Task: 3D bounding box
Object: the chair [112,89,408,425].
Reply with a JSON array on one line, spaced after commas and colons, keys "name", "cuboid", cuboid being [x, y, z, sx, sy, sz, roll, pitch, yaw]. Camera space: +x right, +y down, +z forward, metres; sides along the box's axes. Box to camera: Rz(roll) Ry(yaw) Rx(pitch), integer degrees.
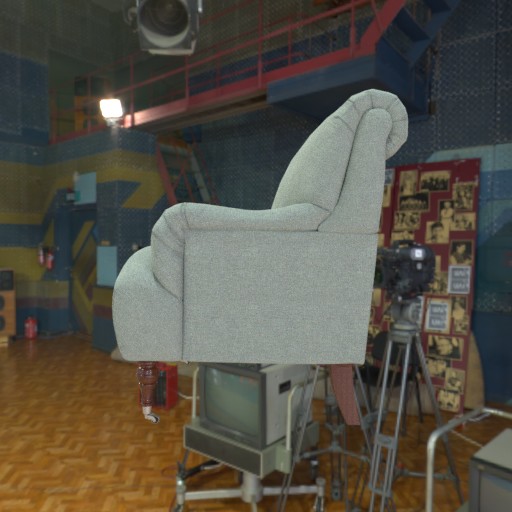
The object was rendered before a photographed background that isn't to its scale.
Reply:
[{"name": "chair", "cuboid": [0.000, 0.000, 1.961, 1.060, 1.178, 0.964, 0, 2, 0]}]
